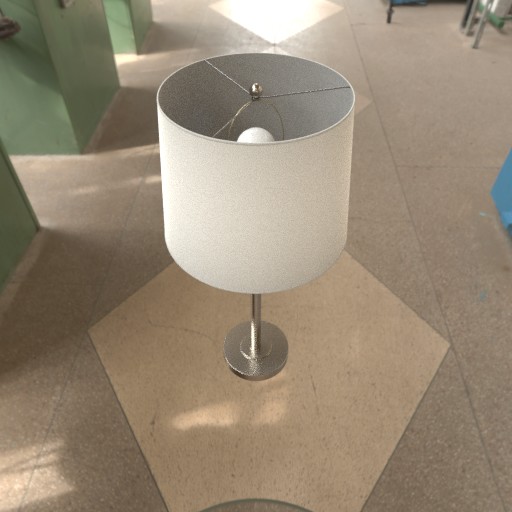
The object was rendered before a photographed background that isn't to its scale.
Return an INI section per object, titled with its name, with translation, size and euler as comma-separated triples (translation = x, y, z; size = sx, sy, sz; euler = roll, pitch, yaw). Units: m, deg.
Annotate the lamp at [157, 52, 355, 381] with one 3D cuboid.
[lamp]
translation = 0.000, 0.000, 0.877
size = 0.333, 0.696, 0.333
euler = 0, 46, 0
